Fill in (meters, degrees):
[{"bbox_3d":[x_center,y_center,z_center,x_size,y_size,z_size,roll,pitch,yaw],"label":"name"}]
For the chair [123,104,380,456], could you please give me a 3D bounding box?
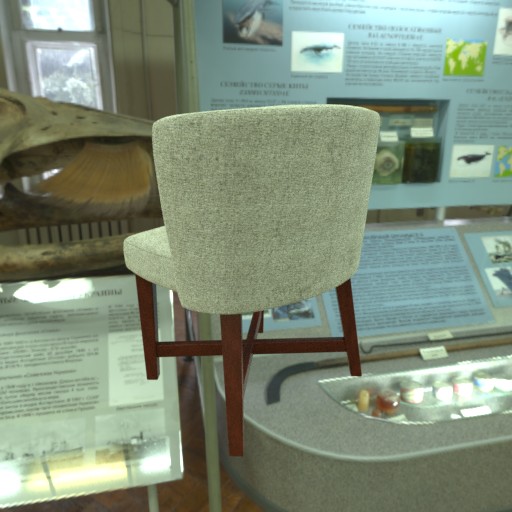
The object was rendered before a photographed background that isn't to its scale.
[{"bbox_3d":[0.000,0.000,1.298,0.728,0.827,0.575,-16,23,-41],"label":"chair"}]
